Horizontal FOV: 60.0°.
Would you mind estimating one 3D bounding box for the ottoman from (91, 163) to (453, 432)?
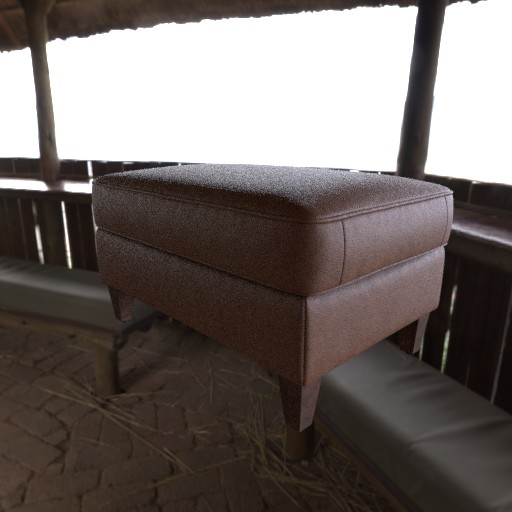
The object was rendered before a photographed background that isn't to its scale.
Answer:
[{"bbox_3d":[0.000,0.000,1.227,0.584,0.483,0.864,-15,21,-42],"label":"ottoman"}]
